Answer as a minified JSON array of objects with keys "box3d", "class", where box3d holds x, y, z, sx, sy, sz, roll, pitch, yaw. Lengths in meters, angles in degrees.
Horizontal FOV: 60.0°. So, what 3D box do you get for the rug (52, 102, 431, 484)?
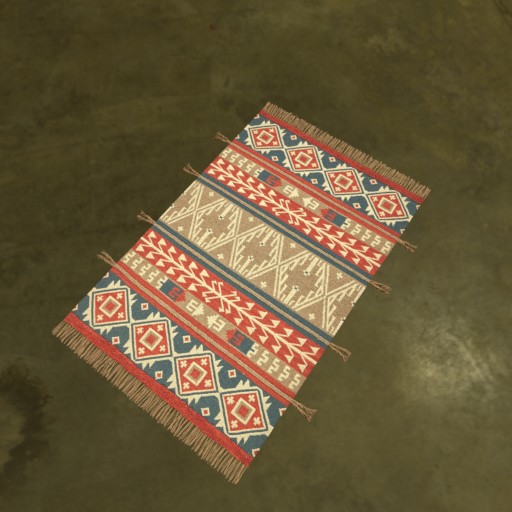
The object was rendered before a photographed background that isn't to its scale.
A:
[{"box3d":[0.000,0.000,3.069,1.778,0.048,2.450,33,69,15],"class":"rug"}]
